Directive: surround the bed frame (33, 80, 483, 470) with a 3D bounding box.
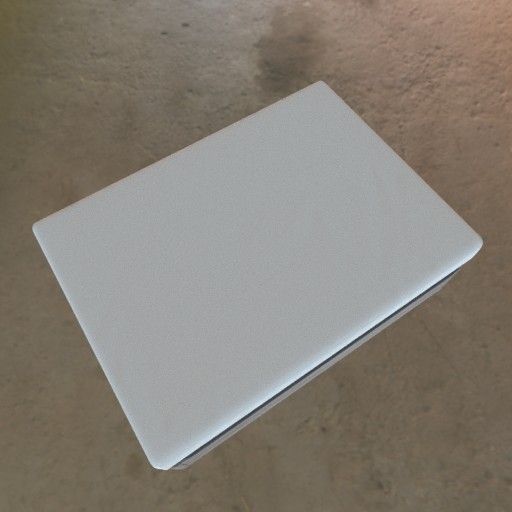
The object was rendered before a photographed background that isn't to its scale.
[{"bbox_3d":[0.000,0.000,2.495,1.900,0.561,1.400,-31,68,-14],"label":"bed frame"}]
